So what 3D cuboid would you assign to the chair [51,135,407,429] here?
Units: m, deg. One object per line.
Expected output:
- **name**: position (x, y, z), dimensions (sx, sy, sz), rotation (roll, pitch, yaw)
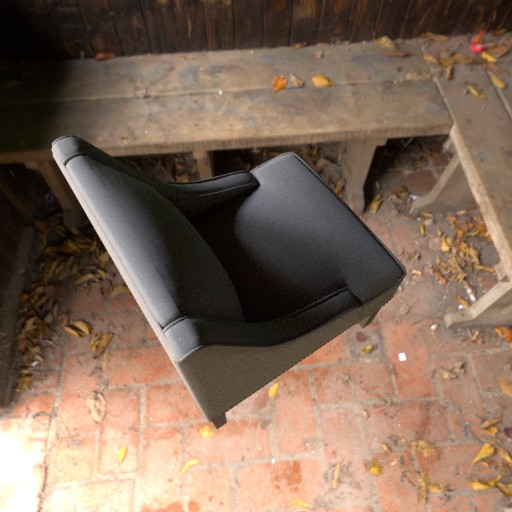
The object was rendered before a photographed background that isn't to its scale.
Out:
- **chair**: position (0.000, 0.000, 1.362), dimensions (0.747, 0.867, 0.631), rotation (-30, 65, -16)
